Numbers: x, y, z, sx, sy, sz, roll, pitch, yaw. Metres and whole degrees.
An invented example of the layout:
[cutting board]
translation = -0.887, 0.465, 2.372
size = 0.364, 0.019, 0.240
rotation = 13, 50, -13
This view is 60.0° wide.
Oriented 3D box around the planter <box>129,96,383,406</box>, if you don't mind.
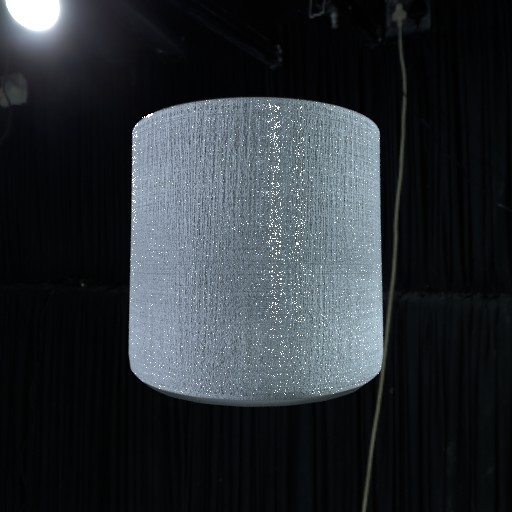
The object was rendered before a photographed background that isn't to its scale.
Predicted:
[planter]
translation = 0.000, 0.000, 0.292
size = 0.160, 0.156, 0.160
rotation = 0, -1, 0
